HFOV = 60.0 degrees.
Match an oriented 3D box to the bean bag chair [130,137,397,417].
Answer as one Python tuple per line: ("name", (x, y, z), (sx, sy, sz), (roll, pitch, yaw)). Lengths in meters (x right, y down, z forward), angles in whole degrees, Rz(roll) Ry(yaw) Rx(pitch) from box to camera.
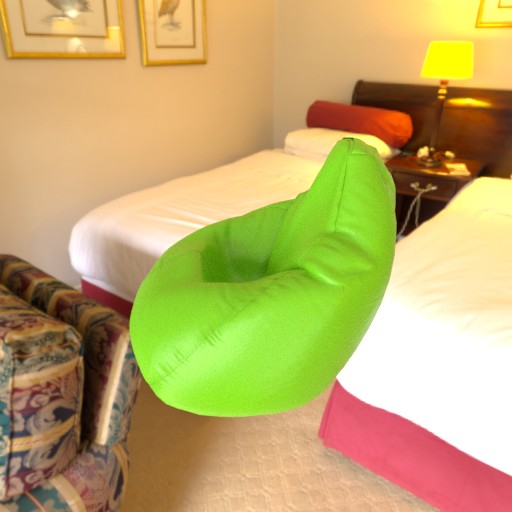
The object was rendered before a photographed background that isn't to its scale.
("bean bag chair", (0.000, 0.000, 1.887), (1.070, 0.990, 1.070), (0, 26, -1))
